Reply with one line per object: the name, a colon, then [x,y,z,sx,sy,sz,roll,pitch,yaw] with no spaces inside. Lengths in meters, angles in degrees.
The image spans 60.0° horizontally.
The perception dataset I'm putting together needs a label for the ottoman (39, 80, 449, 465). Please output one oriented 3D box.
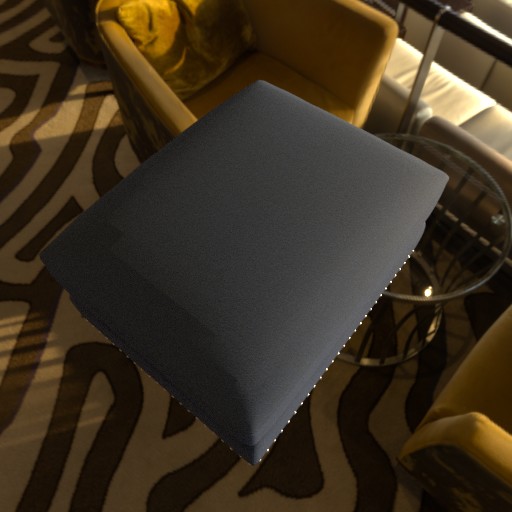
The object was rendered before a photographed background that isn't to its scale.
ottoman: [0.000,0.000,1.107,0.584,0.513,0.741,34,64,19]
